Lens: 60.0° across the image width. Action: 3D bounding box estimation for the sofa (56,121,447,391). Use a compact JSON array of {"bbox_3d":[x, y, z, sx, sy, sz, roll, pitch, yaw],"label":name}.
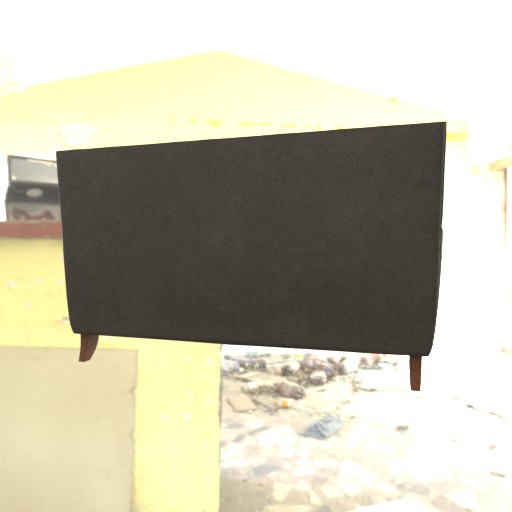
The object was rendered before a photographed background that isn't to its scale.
[{"bbox_3d":[0.000,0.000,1.963,1.473,0.871,0.787,0,1,17],"label":"sofa"}]
